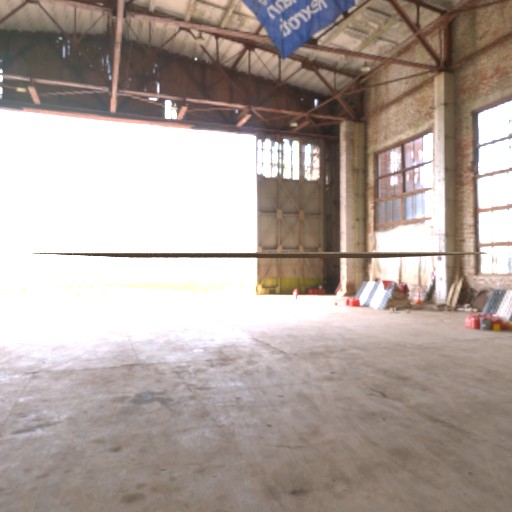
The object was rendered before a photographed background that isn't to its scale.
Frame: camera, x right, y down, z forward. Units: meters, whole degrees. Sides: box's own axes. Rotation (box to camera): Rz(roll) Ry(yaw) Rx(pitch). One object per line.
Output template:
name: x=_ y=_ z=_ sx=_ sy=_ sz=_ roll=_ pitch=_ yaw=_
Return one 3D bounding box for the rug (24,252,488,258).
rug: x=0.000 y=0.000 z=4.019 sx=2.980 sy=0.012 sz=2.363 roll=0 pitch=-1 yaw=0
